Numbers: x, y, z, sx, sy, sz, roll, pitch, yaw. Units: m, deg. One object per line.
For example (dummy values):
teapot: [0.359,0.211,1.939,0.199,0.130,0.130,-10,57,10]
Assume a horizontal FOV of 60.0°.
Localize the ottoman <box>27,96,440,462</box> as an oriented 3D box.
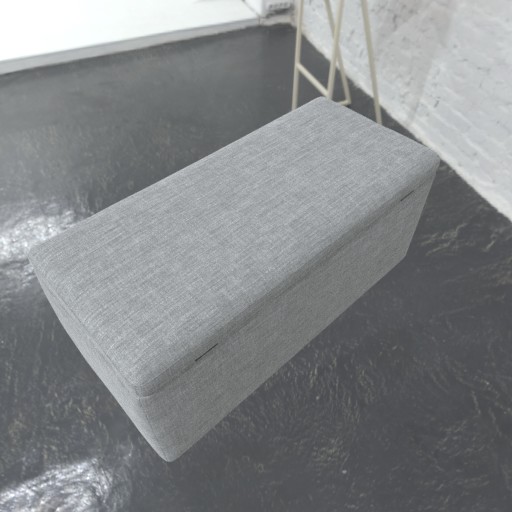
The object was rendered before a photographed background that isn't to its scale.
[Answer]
ottoman: [0.000,0.000,1.112,0.902,0.432,0.419,-35,57,-27]
